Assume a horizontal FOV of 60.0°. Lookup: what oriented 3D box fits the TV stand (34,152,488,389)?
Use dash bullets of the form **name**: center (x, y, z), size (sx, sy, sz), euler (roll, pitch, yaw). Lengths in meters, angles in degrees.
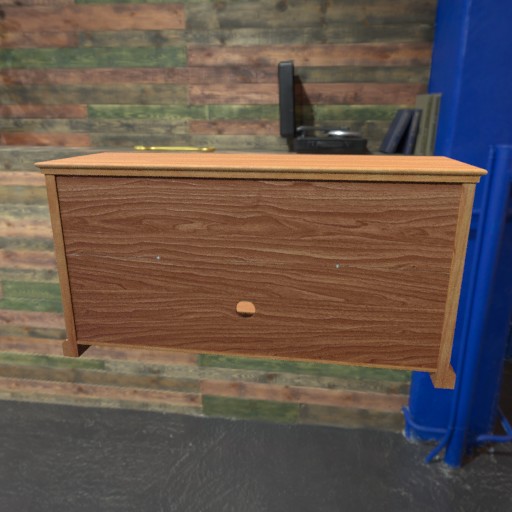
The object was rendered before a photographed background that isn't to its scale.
- **TV stand**: center (0.000, 0.000, 1.421), size (1.181, 0.607, 0.417), euler (3, 17, 8)
